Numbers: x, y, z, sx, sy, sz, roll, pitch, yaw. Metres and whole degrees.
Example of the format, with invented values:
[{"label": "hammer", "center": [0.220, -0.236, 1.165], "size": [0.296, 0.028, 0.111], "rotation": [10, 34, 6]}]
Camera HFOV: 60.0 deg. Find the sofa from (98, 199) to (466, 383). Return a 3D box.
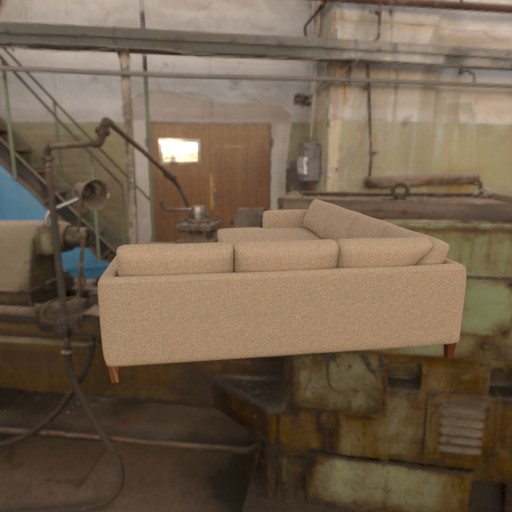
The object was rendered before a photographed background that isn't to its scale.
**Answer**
[{"label": "sofa", "center": [0.000, 0.000, 4.604], "size": [2.551, 0.889, 3.403], "rotation": [-2, 13, -8]}]
